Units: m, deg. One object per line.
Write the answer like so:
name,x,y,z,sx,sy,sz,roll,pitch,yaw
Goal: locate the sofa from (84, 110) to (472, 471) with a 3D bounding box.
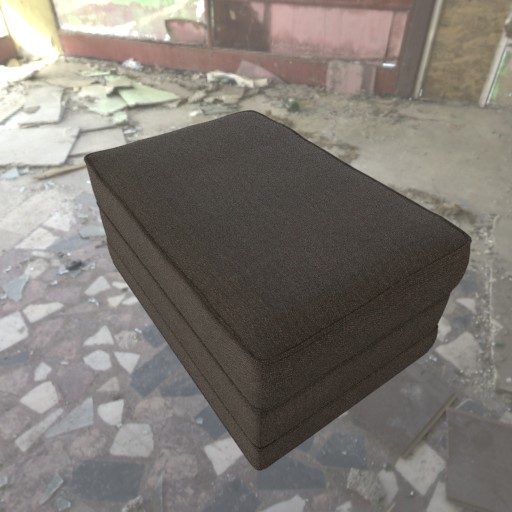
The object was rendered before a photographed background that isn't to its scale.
sofa,0.000,0.000,1.199,0.578,0.457,0.854,-25,47,-26
